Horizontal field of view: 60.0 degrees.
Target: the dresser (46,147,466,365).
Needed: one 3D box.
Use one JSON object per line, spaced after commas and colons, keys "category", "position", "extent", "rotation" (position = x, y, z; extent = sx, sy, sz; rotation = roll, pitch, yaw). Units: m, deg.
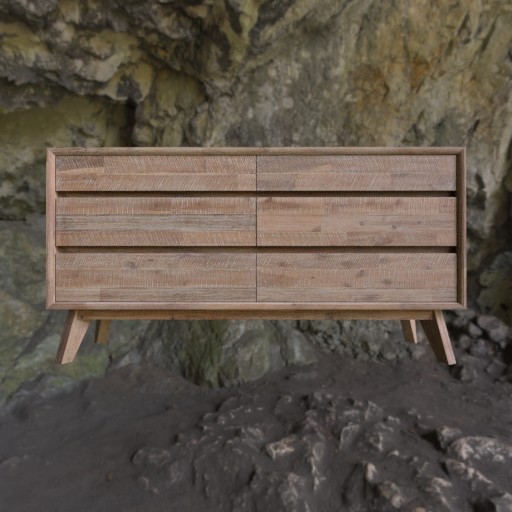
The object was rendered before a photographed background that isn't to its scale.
{"category": "dresser", "position": [0.000, 0.000, 1.866], "extent": [1.554, 0.805, 0.455], "rotation": [0, 0, 0]}
